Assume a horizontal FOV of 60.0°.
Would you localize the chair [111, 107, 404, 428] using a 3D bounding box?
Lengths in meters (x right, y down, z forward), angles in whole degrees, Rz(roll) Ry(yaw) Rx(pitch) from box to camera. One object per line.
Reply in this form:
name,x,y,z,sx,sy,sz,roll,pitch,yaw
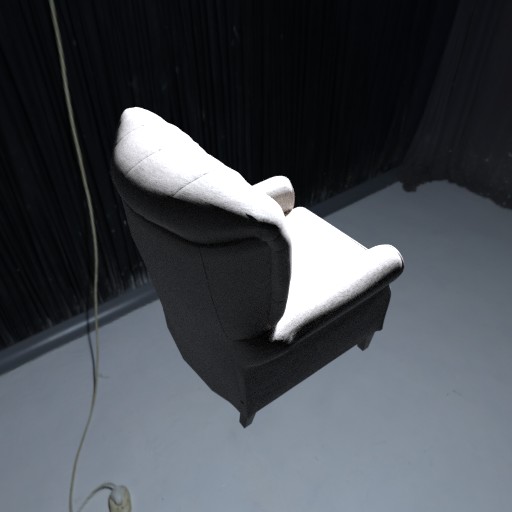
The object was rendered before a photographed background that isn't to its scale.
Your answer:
chair,0.000,0.000,1.923,1.025,1.209,0.942,-25,46,-27
